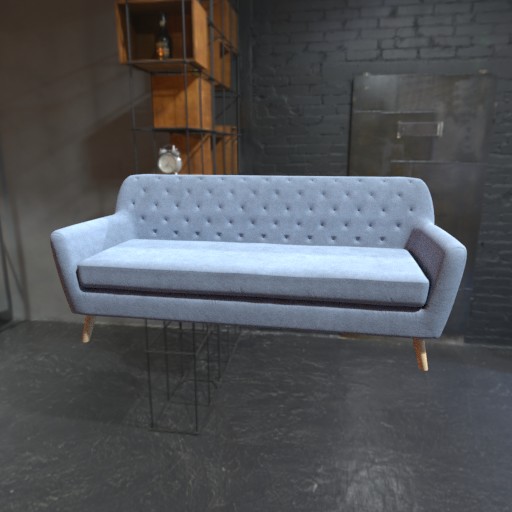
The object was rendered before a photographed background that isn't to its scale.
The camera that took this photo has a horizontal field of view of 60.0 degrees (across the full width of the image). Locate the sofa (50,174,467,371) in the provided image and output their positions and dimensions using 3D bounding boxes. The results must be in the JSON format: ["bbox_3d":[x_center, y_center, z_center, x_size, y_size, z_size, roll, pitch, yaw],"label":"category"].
[{"bbox_3d":[0.000,0.000,2.442,1.970,0.830,0.830,2,14,10],"label":"sofa"}]
